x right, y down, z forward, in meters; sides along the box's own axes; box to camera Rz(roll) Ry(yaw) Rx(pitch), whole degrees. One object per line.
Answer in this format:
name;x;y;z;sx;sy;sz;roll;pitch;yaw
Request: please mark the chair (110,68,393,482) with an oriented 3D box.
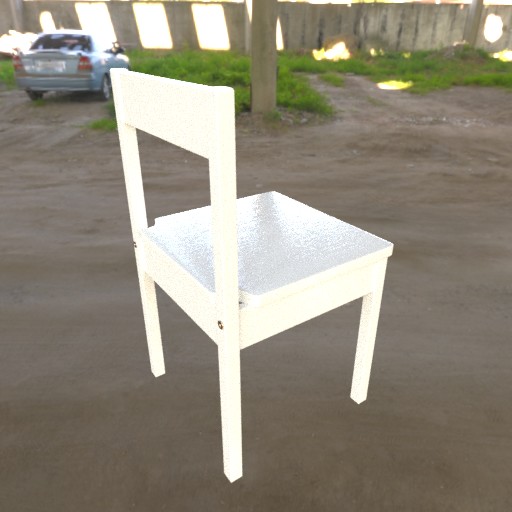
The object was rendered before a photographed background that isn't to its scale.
chair;0.000;0.000;0.864;0.361;0.668;0.367;-18;32;-31
